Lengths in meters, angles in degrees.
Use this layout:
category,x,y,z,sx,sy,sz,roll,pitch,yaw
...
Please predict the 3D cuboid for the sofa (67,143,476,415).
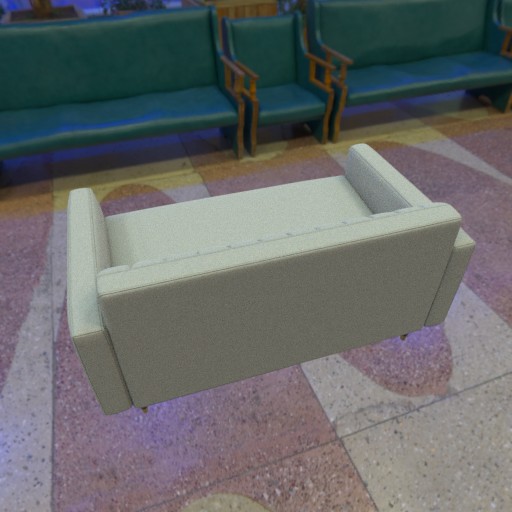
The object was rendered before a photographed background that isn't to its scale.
category,x,y,z,sx,sy,sz,roll,pitch,yaw
sofa,0.000,0.000,2.096,1.585,0.801,0.950,-12,42,-13
